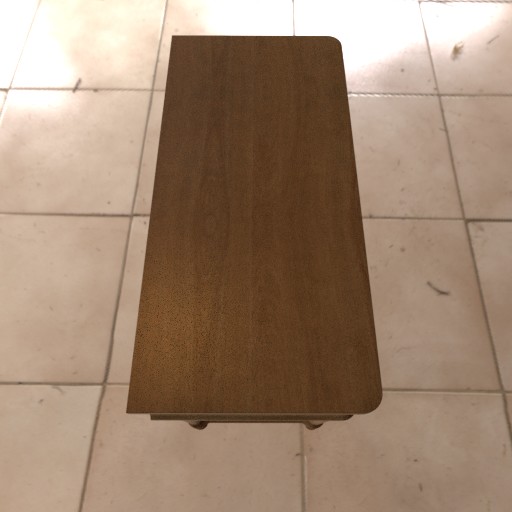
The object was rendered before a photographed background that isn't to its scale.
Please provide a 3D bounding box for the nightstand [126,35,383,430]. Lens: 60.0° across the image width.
[{"bbox_3d":[0.000,0.000,1.250,0.432,0.700,0.914,0,64,0],"label":"nightstand"}]
